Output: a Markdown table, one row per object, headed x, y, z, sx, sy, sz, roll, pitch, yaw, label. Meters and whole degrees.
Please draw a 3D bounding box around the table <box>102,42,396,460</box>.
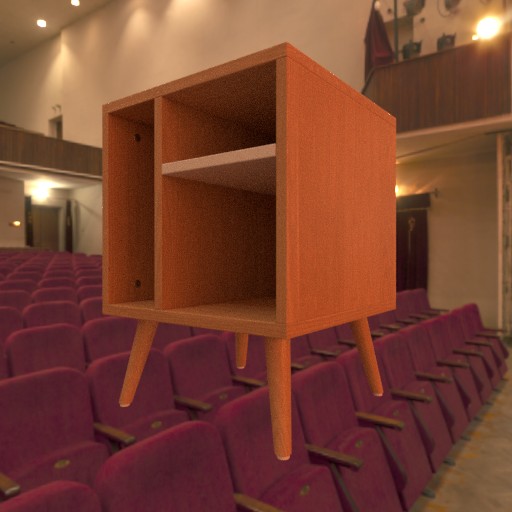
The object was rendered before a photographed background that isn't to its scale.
| x | y | z | sx | sy | sz | roll | pitch | yaw | label |
| --- | --- | --- | --- | --- | --- | --- | --- | --- | --- |
| 0.000 | 0.000 | 0.846 | 0.400 | 0.550 | 0.400 | 0 | 0 | 37 | table |
